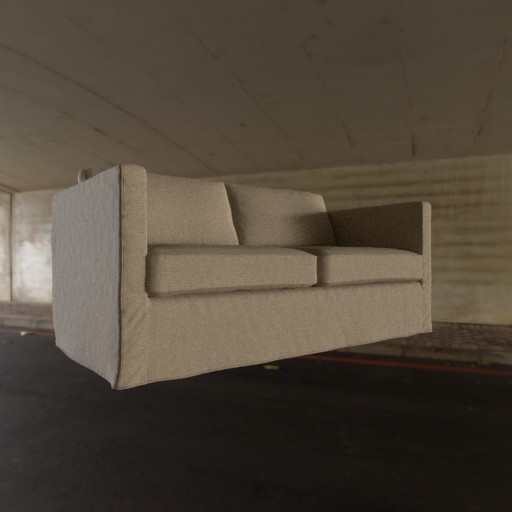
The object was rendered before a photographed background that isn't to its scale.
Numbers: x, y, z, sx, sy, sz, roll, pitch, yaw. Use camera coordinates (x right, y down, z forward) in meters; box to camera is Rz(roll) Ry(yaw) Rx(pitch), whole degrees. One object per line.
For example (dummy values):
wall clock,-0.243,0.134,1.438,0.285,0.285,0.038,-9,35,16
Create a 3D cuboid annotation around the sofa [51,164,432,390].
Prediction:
sofa,0.000,0.000,2.254,1.766,0.828,0.956,0,0,-37
